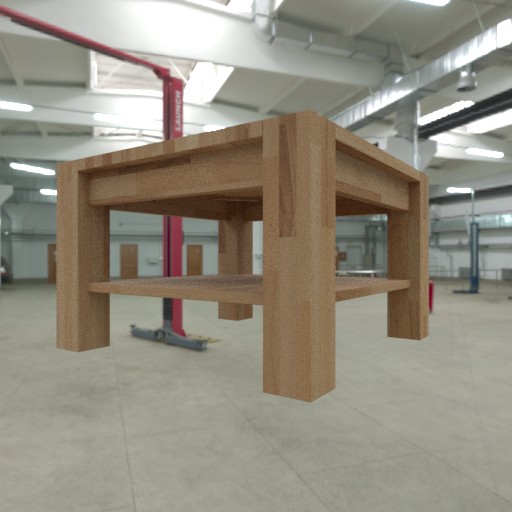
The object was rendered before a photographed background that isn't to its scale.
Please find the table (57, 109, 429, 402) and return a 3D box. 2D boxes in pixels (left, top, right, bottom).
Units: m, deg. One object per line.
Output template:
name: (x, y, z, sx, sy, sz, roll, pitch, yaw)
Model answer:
table: (0.000, 0.000, 1.167, 0.700, 0.451, 0.700, 0, 0, 35)
